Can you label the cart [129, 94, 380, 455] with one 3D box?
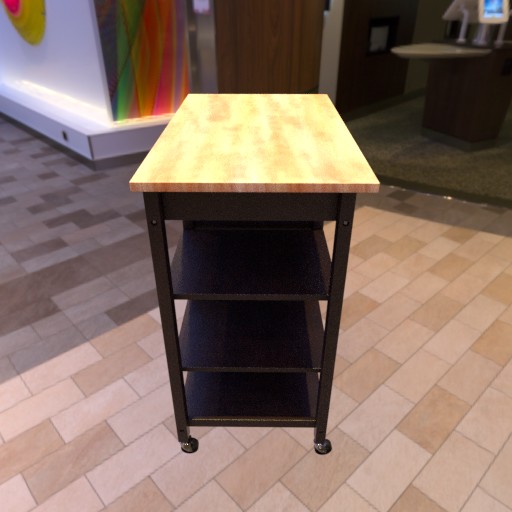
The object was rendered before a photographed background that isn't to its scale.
[{"bbox_3d":[0.000,0.000,1.446,0.472,0.878,0.914,0,31,1],"label":"cart"}]
